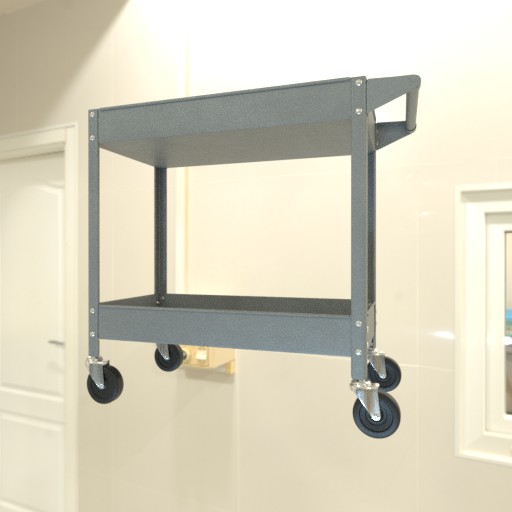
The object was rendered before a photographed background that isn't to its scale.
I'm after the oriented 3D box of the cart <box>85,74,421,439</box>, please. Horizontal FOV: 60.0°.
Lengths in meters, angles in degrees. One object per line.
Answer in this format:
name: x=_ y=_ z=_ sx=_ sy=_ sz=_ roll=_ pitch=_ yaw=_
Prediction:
cart: x=0.000 y=0.000 z=1.133 sx=0.779 sy=0.719 sz=0.366 roll=0 pitch=0 yaw=18
